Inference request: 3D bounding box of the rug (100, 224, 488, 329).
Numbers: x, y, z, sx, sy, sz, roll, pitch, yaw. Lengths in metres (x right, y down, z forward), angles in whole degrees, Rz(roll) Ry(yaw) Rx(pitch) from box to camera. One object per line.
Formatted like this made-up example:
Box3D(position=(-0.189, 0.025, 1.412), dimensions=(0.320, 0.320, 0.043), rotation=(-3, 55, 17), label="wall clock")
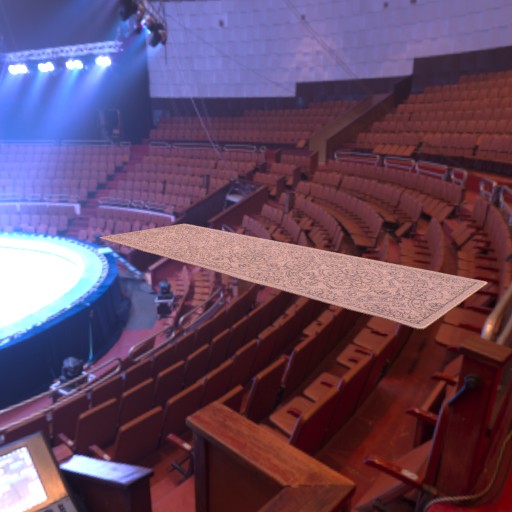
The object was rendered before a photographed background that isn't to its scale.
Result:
Box3D(position=(0.000, 0.000, 2.730), dimensions=(2.431, 0.006, 0.806), rotation=(13, 19, 41), label="rug")
